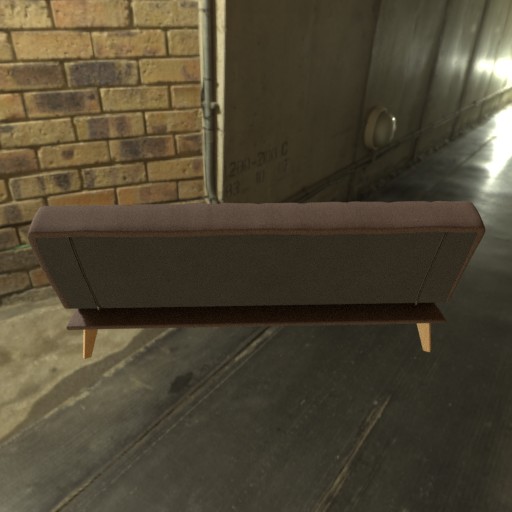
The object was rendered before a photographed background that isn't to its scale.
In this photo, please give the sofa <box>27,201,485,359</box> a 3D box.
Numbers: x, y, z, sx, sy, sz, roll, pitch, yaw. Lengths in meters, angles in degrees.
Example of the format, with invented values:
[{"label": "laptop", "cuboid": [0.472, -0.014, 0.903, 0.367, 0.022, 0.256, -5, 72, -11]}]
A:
[{"label": "sofa", "cuboid": [0.000, 0.000, 2.251, 1.800, 0.810, 0.860, -1, 29, -1]}]
